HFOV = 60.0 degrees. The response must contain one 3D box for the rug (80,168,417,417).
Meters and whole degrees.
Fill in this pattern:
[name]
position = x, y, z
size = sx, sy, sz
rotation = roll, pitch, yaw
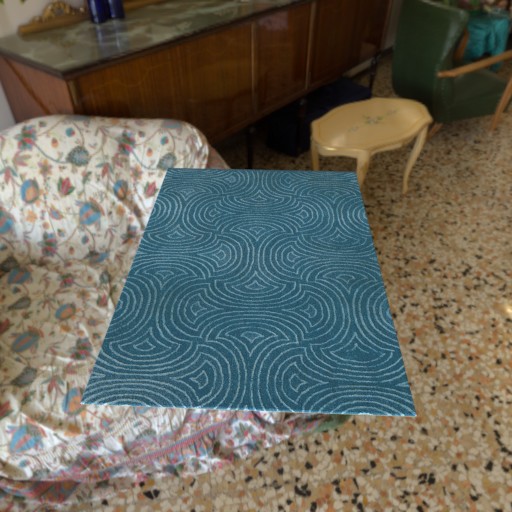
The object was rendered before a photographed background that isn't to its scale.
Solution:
[rug]
position = 0.000, 0.000, 2.834
size = 1.543, 0.015, 2.144
rotation = 2, 41, 2
